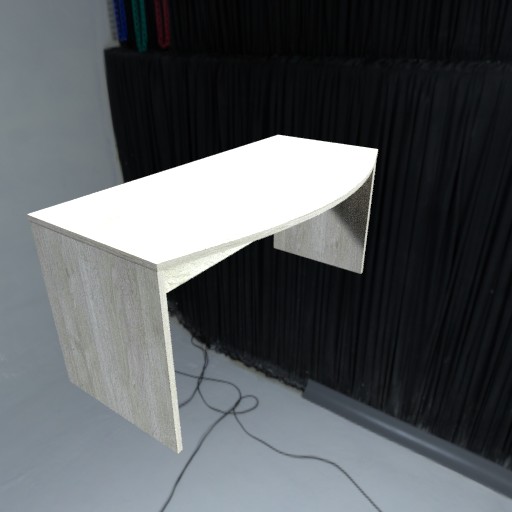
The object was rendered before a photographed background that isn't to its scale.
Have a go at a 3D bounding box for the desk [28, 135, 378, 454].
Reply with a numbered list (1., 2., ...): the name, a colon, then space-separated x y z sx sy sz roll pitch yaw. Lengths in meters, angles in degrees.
1. desk: 0.000 0.000 2.077 0.802 0.752 1.600 18 32 31
